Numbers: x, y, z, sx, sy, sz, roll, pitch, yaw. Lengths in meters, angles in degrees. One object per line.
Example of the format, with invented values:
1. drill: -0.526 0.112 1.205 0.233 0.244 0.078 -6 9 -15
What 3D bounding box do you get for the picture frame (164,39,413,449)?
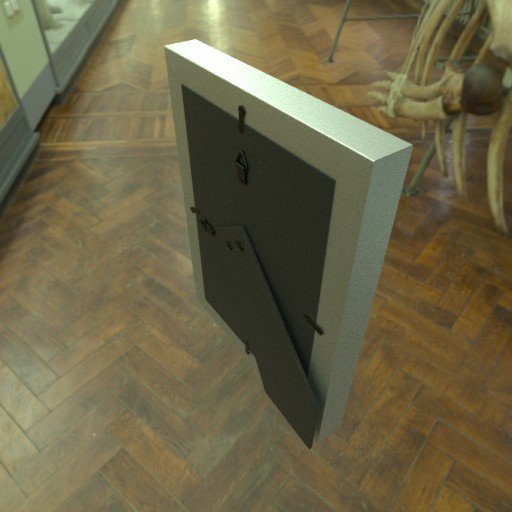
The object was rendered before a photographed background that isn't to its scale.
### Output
1. picture frame: 0.000 0.000 0.272 0.028 0.208 0.157 -26 48 -26
